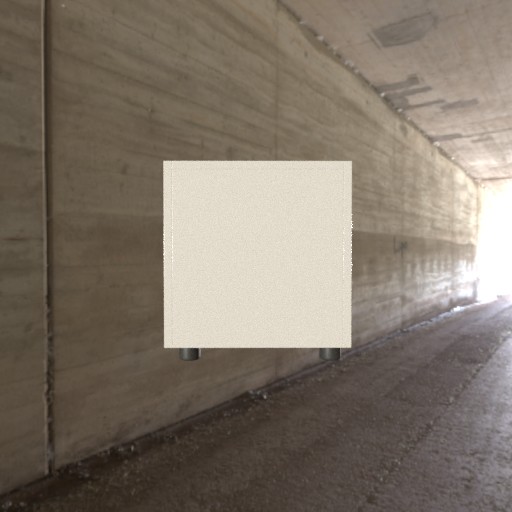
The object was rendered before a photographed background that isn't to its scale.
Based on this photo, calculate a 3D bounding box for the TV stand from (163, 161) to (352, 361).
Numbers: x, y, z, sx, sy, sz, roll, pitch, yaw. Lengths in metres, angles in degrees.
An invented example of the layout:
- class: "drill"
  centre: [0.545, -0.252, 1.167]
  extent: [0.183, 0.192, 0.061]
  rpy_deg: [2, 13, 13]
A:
- class: "TV stand"
  centre: [0.000, 0.000, 1.717]
  extent: [0.410, 0.440, 1.500]
  rpy_deg: [0, 1, 0]
